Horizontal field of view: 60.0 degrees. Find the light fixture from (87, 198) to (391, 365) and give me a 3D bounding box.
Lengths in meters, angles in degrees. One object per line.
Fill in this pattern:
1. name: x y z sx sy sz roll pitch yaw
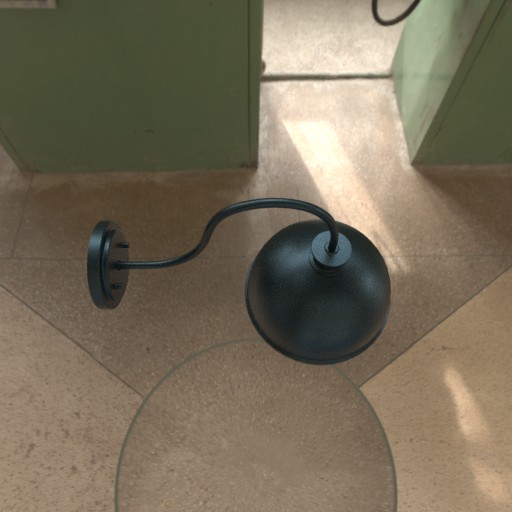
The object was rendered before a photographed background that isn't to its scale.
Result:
1. light fixture: 0.000 0.000 0.649 0.467 0.295 0.253 0 64 0
